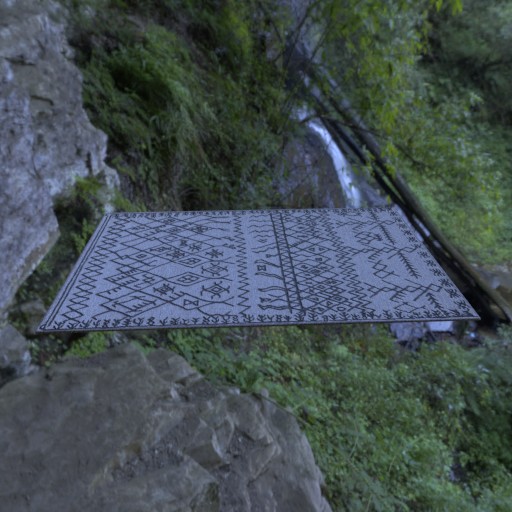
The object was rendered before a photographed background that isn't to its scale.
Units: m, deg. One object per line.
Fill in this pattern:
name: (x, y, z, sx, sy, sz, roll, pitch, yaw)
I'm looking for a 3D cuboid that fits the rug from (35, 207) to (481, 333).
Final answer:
rug: (0.000, 0.000, 3.084, 2.444, 0.012, 1.526, -1, 30, -2)
